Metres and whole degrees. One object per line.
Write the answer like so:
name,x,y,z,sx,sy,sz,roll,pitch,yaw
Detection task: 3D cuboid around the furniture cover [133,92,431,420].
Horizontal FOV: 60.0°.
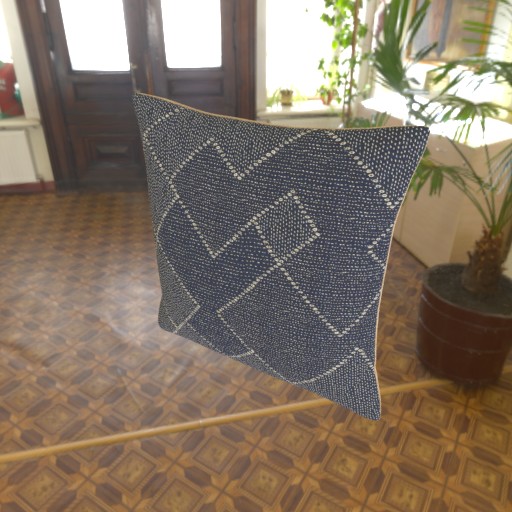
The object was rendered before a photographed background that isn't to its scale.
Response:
furniture cover,0.000,0.000,0.774,0.511,0.503,0.162,16,32,28
